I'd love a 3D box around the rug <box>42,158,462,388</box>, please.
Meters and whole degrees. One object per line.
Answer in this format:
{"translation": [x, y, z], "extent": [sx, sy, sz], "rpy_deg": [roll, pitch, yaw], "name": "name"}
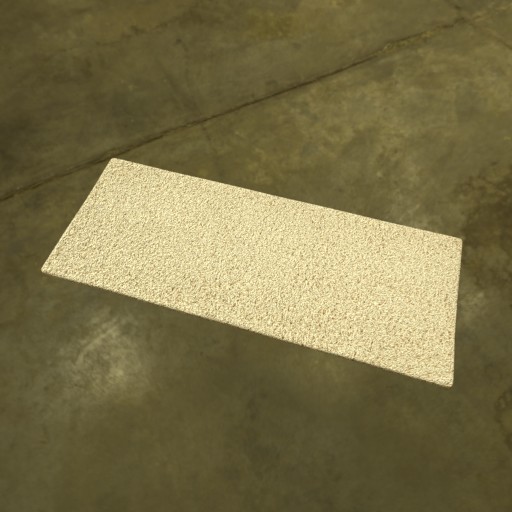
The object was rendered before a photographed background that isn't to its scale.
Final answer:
{"translation": [0.000, 0.000, 1.719], "extent": [1.524, 0.030, 0.609], "rpy_deg": [14, 60, 9], "name": "rug"}
